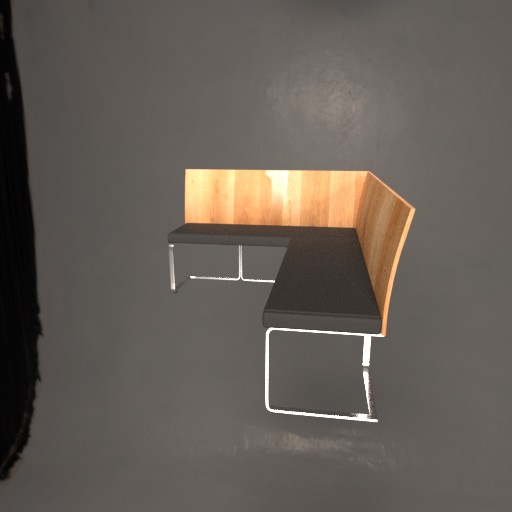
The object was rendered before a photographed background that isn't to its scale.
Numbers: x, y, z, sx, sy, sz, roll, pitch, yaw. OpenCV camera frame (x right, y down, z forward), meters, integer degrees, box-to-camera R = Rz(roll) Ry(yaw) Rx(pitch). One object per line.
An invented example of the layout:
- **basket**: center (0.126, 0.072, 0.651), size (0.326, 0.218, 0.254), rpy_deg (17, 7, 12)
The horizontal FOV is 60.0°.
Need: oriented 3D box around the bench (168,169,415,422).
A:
- **bench**: center (0.000, 0.000, 2.785), size (1.495, 0.930, 1.945), rpy_deg (2, 15, 9)
